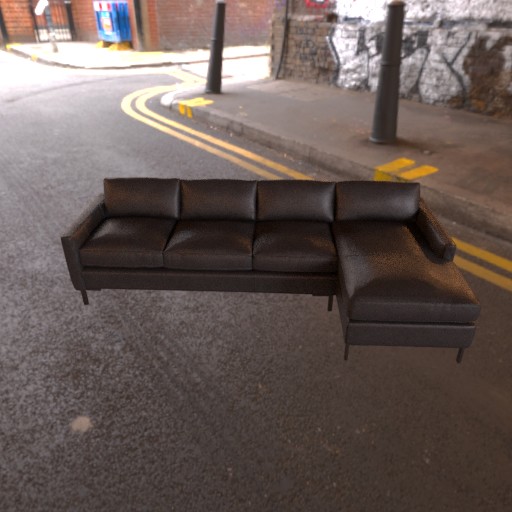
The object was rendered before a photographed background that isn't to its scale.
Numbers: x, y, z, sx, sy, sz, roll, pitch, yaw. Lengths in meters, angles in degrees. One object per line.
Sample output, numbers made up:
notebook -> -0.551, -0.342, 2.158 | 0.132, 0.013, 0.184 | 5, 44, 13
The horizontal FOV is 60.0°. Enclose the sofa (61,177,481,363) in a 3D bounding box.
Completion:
sofa -> 0.000, 0.000, 3.531 | 2.993, 0.859, 1.471 | 1, 30, 2
